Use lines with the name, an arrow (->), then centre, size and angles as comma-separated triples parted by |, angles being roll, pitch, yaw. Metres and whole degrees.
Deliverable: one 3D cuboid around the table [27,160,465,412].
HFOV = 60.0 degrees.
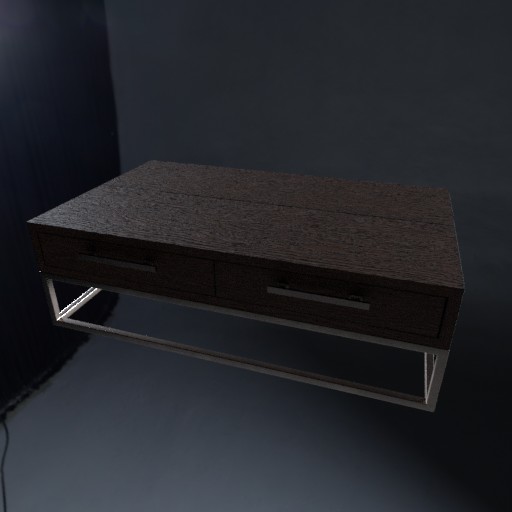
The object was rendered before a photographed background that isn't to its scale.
table -> 0.000, 0.000, 1.477 | 1.167, 0.361, 0.719 | 9, 29, 16
